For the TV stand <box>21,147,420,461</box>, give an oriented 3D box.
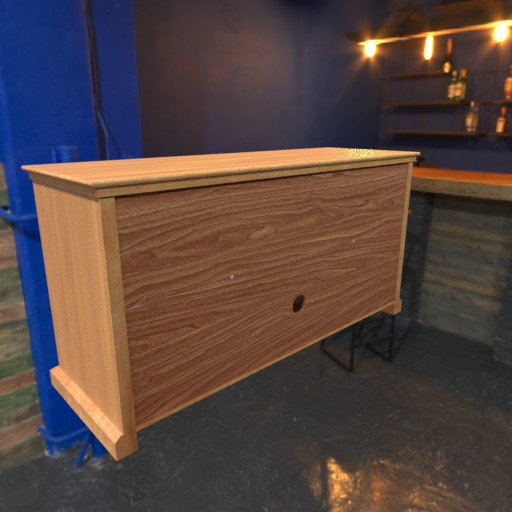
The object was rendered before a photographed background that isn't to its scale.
[{"bbox_3d":[0.000,0.000,1.398,1.181,0.607,0.417,-15,22,-40],"label":"TV stand"}]
